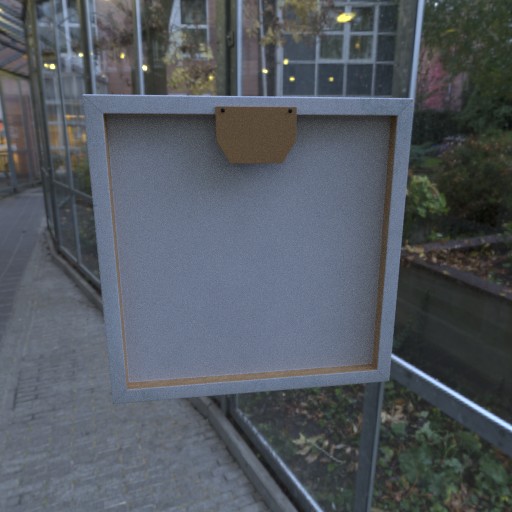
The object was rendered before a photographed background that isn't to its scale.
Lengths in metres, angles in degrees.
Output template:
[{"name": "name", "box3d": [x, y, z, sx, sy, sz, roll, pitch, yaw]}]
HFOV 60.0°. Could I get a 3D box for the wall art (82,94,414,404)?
[{"name": "wall art", "box3d": [0.000, 0.000, 0.894, 0.605, 0.605, 0.044, -2, 15, -8]}]
